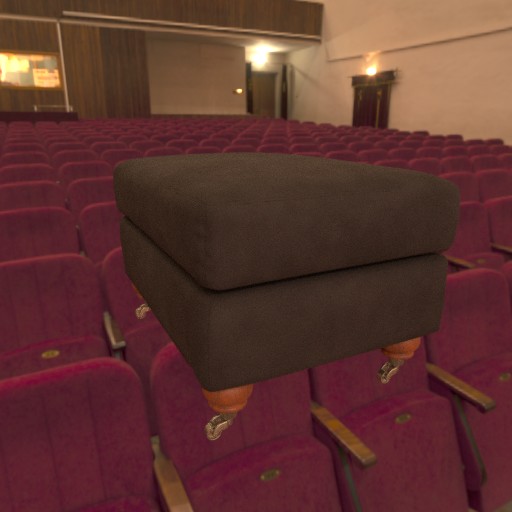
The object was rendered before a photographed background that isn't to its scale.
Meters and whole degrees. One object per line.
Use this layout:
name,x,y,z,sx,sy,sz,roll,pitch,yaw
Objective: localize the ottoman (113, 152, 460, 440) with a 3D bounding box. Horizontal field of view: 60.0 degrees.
ottoman,0.000,0.000,1.132,0.574,0.497,0.773,-8,19,-26
